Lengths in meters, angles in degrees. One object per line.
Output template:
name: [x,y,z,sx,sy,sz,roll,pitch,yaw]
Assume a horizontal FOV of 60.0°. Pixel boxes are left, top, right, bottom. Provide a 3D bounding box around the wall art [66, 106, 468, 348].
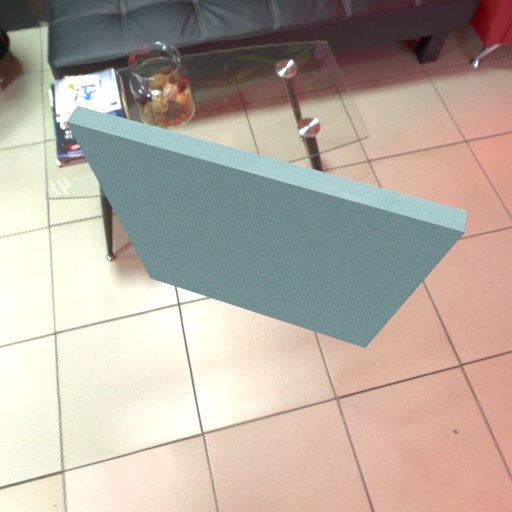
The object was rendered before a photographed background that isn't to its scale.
wall art: [0.000,0.000,0.913,0.603,0.603,0.036,17,65,8]
